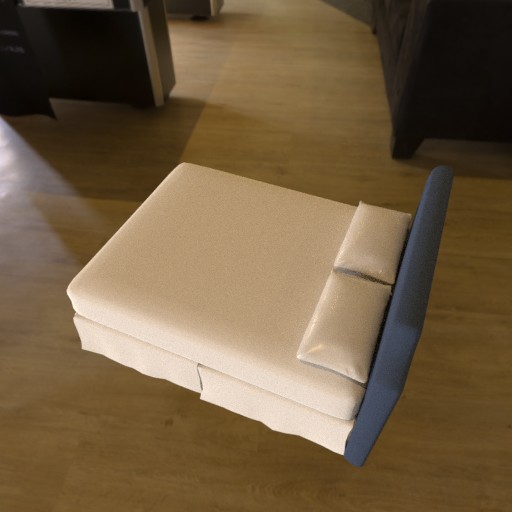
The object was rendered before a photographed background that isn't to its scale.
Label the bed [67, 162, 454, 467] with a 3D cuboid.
[{"bbox_3d":[0.000,0.000,3.235,2.260,1.297,1.831,17,50,15],"label":"bed"}]
